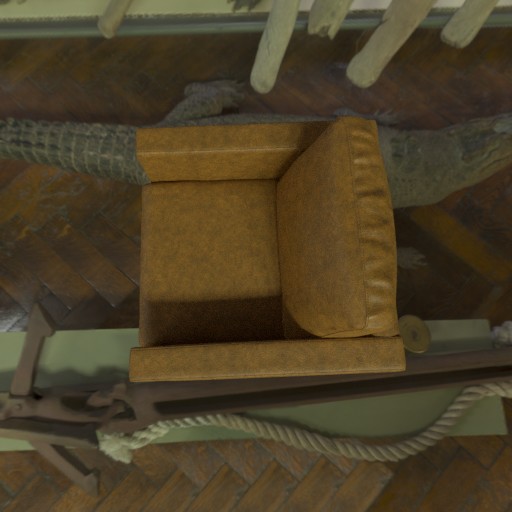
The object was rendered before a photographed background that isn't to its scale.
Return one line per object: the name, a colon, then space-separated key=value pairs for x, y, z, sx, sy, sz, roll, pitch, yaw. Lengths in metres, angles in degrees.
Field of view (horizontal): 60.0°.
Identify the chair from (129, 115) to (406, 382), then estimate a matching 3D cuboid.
chair: x=0.000 y=0.000 z=1.694 sx=0.909 sy=0.956 sz=0.890 roll=-2 pitch=76 yaw=-1
